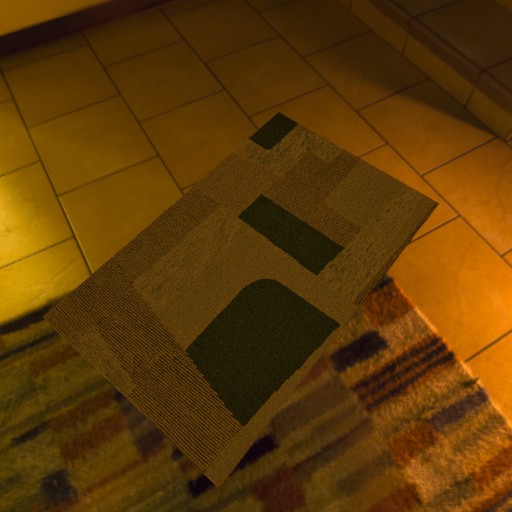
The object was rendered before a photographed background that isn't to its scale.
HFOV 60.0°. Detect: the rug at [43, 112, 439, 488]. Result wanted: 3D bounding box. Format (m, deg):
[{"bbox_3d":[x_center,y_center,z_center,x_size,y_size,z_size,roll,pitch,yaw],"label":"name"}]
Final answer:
[{"bbox_3d":[0.000,0.000,3.057,1.521,0.015,2.436,36,66,19],"label":"rug"}]
